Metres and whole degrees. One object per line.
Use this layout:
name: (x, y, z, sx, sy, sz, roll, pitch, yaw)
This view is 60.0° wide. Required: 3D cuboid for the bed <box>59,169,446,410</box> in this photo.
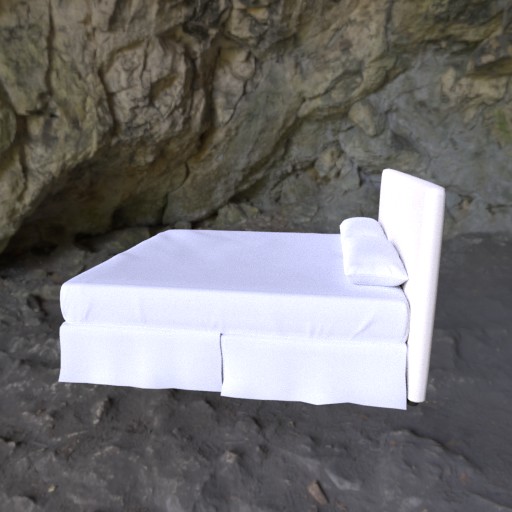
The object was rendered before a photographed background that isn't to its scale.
bed: (0.000, 0.000, 3.558, 2.341, 1.317, 2.119, 2, 14, 9)
